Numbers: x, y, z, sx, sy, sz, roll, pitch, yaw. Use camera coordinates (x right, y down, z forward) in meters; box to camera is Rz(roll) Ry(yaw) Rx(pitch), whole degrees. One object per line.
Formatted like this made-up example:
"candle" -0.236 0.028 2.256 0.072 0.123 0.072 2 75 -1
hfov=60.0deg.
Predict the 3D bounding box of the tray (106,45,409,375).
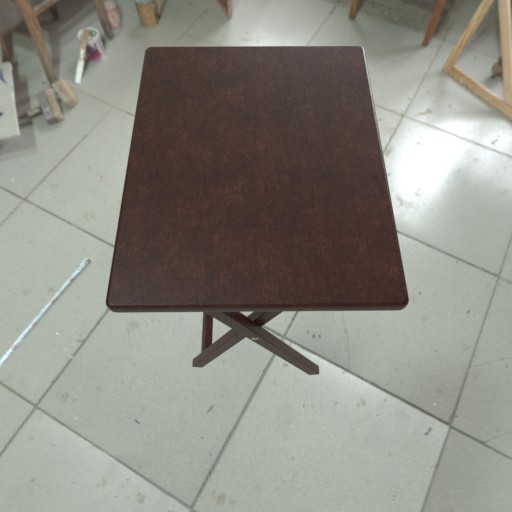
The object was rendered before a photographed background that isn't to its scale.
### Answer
"tray" 0.000 0.000 0.952 0.381 0.660 0.483 0 63 0
